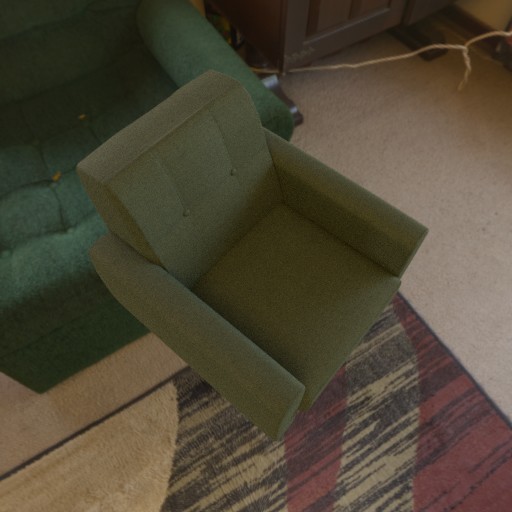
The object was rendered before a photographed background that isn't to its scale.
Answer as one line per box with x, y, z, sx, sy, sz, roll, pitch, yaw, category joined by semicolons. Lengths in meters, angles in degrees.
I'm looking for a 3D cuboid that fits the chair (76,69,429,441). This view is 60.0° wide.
0.000;0.000;1.587;0.909;0.841;0.831;36;66;19;chair
